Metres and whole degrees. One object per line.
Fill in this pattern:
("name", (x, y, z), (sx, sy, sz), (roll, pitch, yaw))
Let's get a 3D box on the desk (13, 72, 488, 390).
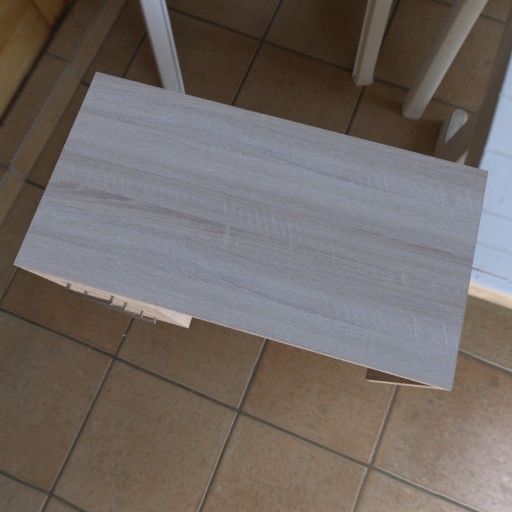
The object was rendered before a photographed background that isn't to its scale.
("desk", (0.000, 0.000, 1.485), (1.100, 0.731, 0.600), (15, 76, 4))
